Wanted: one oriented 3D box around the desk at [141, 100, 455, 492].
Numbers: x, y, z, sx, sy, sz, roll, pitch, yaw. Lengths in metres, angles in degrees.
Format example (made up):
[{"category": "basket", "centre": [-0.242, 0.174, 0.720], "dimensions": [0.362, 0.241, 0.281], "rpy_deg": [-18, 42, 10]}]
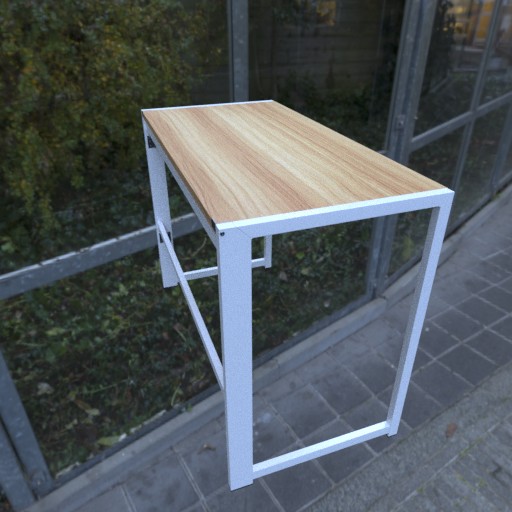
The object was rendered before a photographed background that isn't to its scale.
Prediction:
[{"category": "desk", "centre": [0.000, 0.000, 1.444], "dimensions": [0.508, 0.762, 1.016], "rpy_deg": [-10, 32, -17]}]
